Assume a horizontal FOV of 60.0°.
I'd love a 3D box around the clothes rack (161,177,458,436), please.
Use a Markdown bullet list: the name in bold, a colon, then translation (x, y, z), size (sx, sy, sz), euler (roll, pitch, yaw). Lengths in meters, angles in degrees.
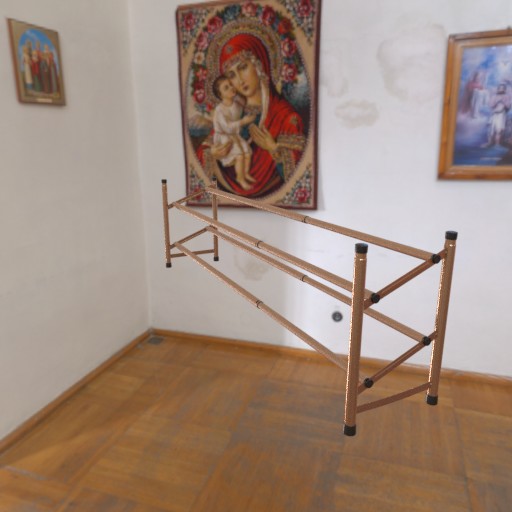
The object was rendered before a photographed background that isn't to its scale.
- **clothes rack**: translation (0.000, 0.000, 1.286), size (0.229, 0.349, 1.168), euler (-8, 17, -26)
